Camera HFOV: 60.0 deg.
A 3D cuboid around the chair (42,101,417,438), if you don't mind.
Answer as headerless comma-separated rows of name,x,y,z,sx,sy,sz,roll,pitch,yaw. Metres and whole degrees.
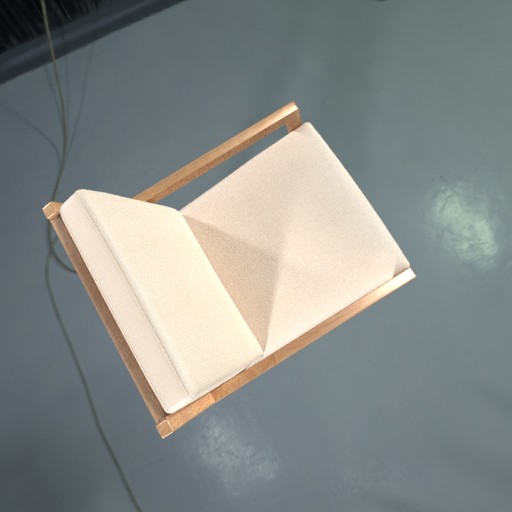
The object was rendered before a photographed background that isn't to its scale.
chair,0.000,0.000,1.393,0.857,0.790,0.622,-31,78,-7
